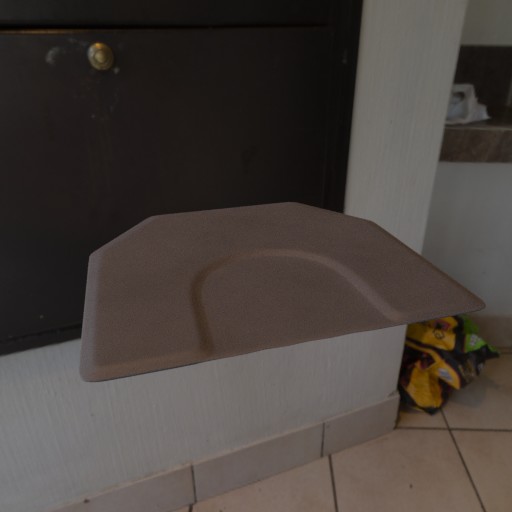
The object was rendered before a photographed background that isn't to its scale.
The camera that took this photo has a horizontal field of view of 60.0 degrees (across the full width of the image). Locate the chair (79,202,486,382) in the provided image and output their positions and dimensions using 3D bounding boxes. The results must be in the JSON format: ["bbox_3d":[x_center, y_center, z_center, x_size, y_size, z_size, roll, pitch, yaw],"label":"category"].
[{"bbox_3d":[0.000,0.000,1.898,1.372,0.024,1.219,-7,28,-14],"label":"chair"}]
